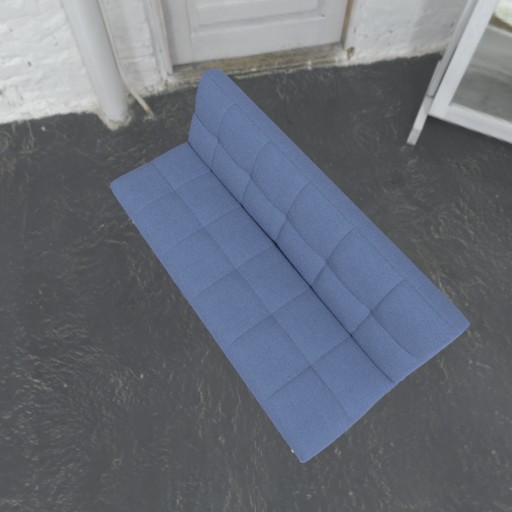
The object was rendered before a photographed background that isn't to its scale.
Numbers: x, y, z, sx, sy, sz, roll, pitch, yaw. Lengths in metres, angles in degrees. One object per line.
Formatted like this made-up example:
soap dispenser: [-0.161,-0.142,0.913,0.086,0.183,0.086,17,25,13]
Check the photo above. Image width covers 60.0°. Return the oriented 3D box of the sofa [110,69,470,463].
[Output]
sofa: [0.000,0.000,2.255,0.796,0.800,1.800,-33,67,-16]
